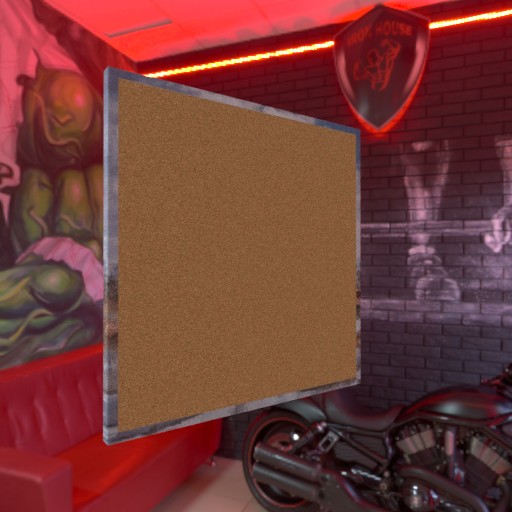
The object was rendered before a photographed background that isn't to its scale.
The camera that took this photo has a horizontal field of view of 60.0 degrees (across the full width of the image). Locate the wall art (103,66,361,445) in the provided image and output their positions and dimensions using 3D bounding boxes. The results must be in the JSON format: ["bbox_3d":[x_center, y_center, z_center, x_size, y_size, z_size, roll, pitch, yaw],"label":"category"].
[{"bbox_3d":[0.000,0.000,1.500,1.010,1.020,0.040,0,0,-36],"label":"wall art"}]
